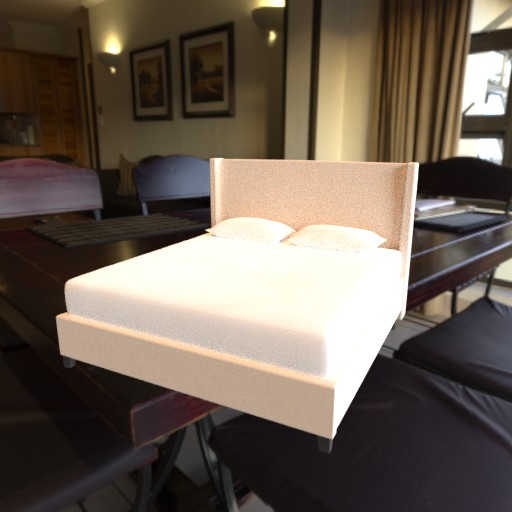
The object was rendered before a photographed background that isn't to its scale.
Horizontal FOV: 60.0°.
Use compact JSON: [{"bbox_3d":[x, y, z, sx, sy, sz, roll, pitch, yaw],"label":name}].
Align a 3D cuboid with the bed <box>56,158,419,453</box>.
[{"bbox_3d":[0.000,0.000,3.688,2.145,1.471,2.293,8,17,26],"label":"bed"}]
